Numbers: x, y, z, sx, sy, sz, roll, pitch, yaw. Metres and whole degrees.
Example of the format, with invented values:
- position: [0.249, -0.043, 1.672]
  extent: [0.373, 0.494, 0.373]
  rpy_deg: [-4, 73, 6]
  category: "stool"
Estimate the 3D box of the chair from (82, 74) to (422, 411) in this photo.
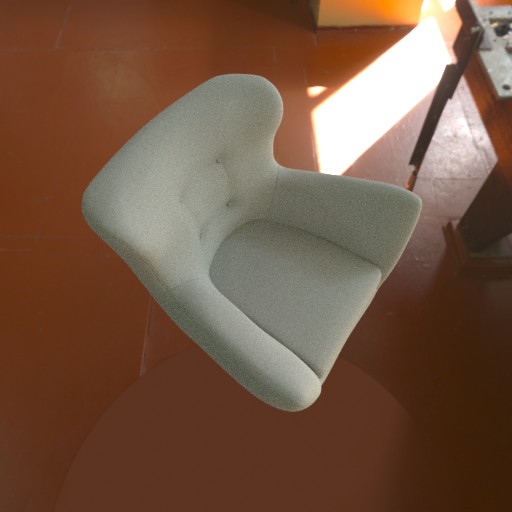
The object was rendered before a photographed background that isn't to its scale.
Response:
- position: [0.000, 0.000, 1.640]
  extent: [0.889, 0.889, 0.890]
  rpy_deg: [30, 63, 17]
  category: "chair"
